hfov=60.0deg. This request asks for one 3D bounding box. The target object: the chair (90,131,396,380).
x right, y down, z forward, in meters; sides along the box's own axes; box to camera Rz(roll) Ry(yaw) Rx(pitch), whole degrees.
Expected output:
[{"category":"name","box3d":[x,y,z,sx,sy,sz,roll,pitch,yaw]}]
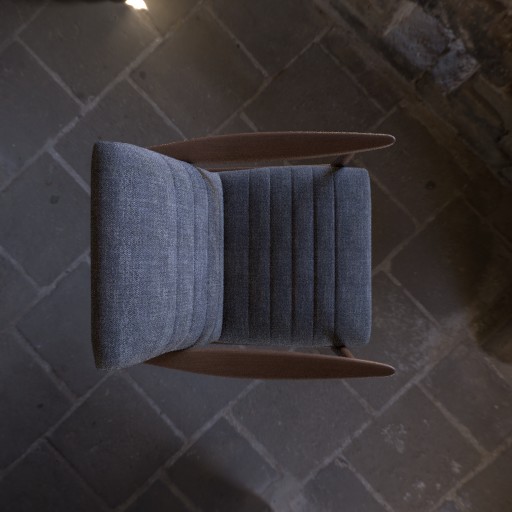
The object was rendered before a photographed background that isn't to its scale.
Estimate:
[{"category":"chair","box3d":[0.000,0.000,1.451,0.798,0.832,0.741,0,90,0]}]
